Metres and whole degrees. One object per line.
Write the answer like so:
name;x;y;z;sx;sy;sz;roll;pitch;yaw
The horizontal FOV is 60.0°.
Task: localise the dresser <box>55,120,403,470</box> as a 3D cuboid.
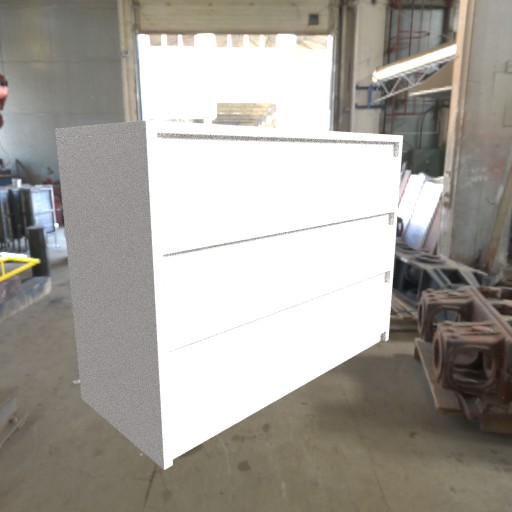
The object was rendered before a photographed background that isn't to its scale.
dresser;0.000;0.000;1.529;0.460;0.820;1.100;13;18;43
